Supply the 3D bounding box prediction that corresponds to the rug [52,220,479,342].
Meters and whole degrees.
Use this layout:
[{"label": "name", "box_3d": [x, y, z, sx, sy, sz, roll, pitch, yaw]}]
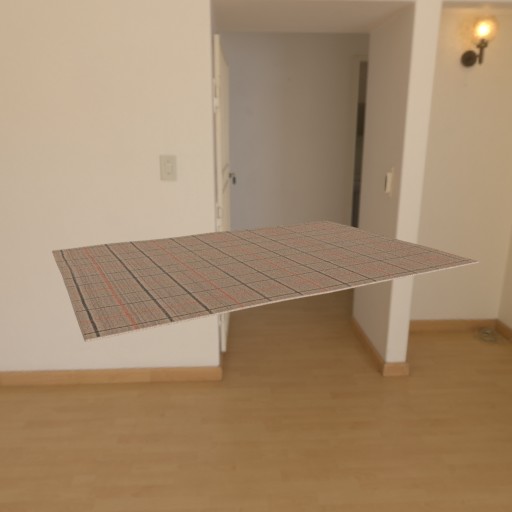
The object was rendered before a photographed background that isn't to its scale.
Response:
[{"label": "rug", "box_3d": [0.000, 0.000, 2.276, 1.829, 0.013, 1.220, -8, 17, -27]}]
